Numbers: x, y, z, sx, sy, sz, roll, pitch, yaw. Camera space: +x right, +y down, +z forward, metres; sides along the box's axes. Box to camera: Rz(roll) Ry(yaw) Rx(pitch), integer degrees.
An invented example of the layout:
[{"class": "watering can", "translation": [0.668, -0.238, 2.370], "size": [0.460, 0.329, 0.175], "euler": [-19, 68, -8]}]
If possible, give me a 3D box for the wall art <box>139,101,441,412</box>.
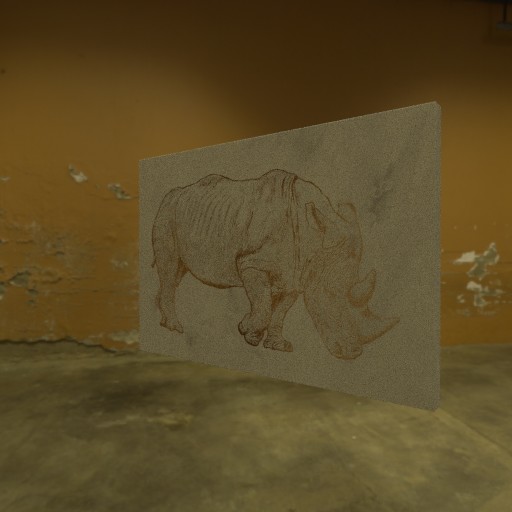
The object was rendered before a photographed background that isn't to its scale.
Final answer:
[{"class": "wall art", "translation": [0.000, 0.000, 1.164], "size": [0.915, 0.610, 0.038], "euler": [0, 1, 37]}]
